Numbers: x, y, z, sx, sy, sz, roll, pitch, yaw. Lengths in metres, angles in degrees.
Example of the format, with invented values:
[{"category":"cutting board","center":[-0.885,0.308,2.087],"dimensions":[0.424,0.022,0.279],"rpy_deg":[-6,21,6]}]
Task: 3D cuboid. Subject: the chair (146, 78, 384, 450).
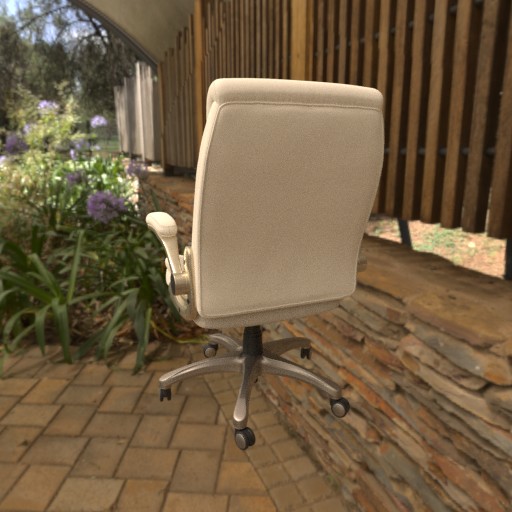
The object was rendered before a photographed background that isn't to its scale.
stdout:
[{"category":"chair","center":[0.000,0.000,1.619],"dimensions":[0.740,1.110,0.794],"rpy_deg":[-7,15,-26]}]
